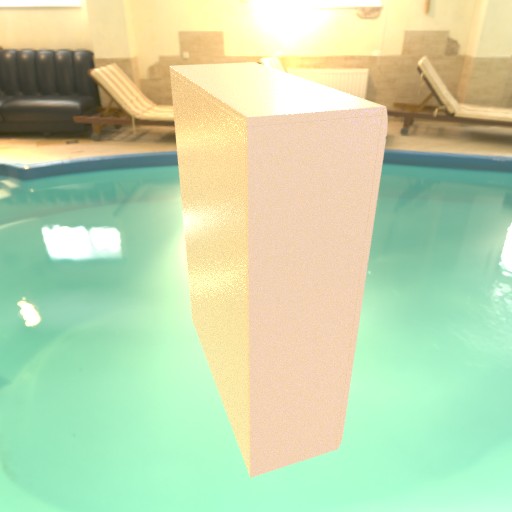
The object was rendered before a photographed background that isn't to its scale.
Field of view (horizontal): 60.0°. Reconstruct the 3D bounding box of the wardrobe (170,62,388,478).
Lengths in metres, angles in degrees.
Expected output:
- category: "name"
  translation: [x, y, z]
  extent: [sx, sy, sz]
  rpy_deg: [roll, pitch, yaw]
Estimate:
- category: "wardrobe"
  translation: [0.000, 0.000, 1.616]
  extent: [0.360, 1.200, 0.900]
  rpy_deg: [-10, 31, -17]
